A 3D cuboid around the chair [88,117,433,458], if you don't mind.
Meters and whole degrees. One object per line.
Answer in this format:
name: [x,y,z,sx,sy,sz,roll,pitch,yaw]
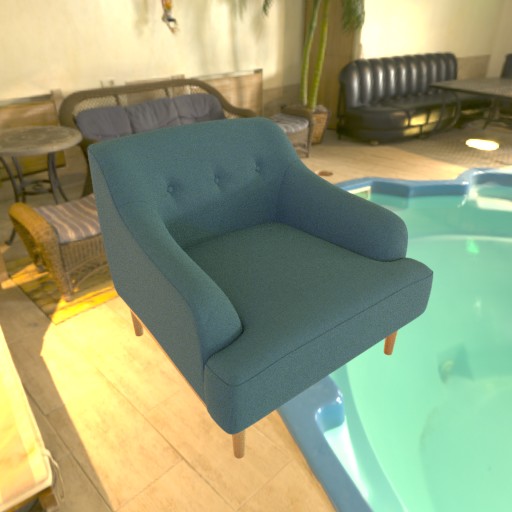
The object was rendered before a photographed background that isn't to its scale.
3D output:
chair: [0.000,0.000,1.650,0.946,0.818,0.951,-21,35,-33]
